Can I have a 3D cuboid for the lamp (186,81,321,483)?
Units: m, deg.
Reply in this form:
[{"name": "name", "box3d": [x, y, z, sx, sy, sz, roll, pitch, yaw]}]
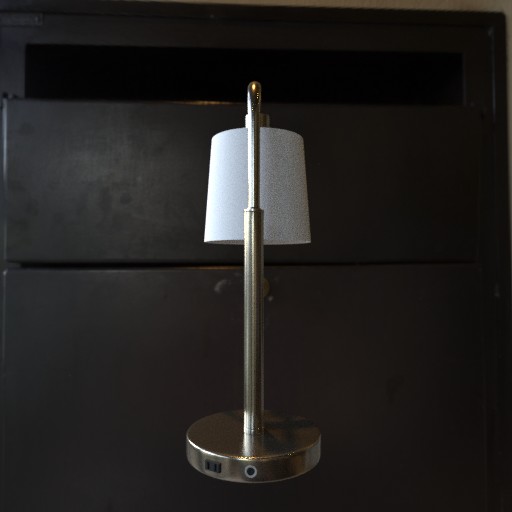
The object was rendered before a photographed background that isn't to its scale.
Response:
[{"name": "lamp", "box3d": [0.000, 0.000, 0.637, 0.171, 0.489, 0.333, 0, -2, 2]}]
